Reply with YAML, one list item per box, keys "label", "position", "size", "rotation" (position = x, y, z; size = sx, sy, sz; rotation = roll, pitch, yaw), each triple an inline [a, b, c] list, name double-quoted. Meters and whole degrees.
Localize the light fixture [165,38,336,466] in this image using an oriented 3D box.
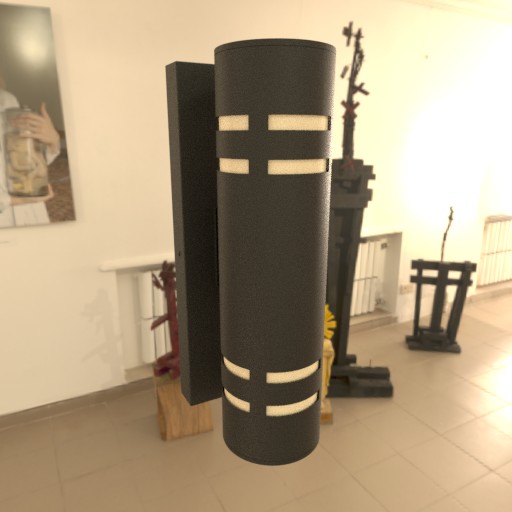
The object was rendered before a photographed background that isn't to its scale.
- label: "light fixture"
  position: [0.000, 0.000, 0.399]
  size: [0.105, 0.330, 0.149]
  rotation: [-8, 17, -28]
